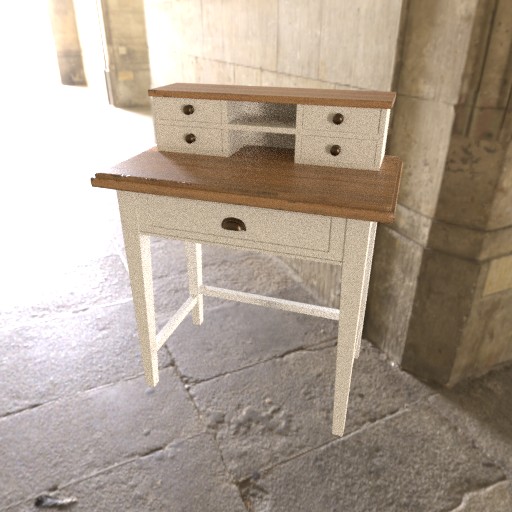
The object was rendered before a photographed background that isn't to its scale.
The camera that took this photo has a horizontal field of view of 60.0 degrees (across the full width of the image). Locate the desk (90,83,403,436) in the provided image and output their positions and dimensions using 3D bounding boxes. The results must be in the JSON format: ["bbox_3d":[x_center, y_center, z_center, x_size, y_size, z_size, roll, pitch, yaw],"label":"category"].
[{"bbox_3d":[0.000,0.000,1.439,0.814,0.981,0.462,9,29,16],"label":"desk"}]
